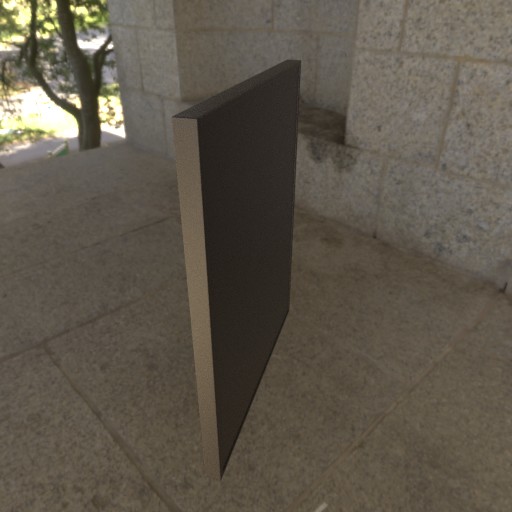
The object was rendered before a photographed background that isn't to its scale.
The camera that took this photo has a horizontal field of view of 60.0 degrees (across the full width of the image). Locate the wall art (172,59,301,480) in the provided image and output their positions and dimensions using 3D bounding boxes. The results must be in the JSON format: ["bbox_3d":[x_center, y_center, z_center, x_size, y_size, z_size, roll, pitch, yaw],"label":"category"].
[{"bbox_3d":[0.000,0.000,0.737,0.028,0.551,0.451,9,32,15],"label":"wall art"}]
